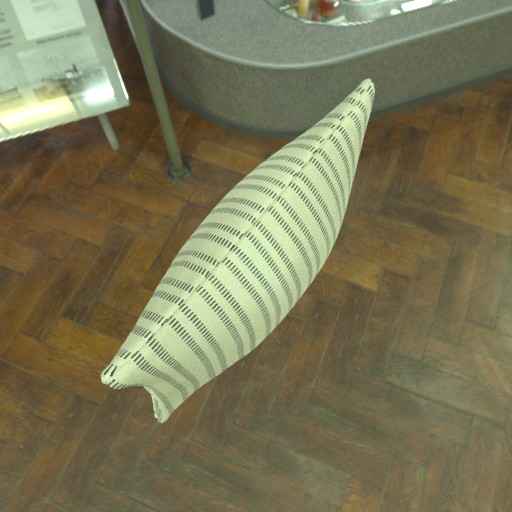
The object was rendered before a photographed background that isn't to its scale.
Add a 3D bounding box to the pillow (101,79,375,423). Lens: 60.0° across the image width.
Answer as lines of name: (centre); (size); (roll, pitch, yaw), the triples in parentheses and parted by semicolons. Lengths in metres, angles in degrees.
pillow: (0.000, 0.000, 0.796); (0.210, 0.353, 0.640); (34, 69, 15)
